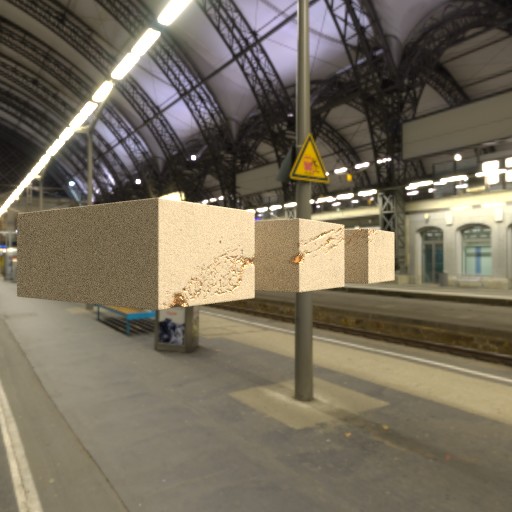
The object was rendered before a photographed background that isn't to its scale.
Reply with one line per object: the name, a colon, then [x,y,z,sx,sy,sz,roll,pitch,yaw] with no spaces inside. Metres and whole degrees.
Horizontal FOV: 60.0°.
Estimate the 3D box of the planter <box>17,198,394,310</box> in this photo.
planter: [0.000,0.000,0.373,0.127,0.051,0.333,0,0,35]
